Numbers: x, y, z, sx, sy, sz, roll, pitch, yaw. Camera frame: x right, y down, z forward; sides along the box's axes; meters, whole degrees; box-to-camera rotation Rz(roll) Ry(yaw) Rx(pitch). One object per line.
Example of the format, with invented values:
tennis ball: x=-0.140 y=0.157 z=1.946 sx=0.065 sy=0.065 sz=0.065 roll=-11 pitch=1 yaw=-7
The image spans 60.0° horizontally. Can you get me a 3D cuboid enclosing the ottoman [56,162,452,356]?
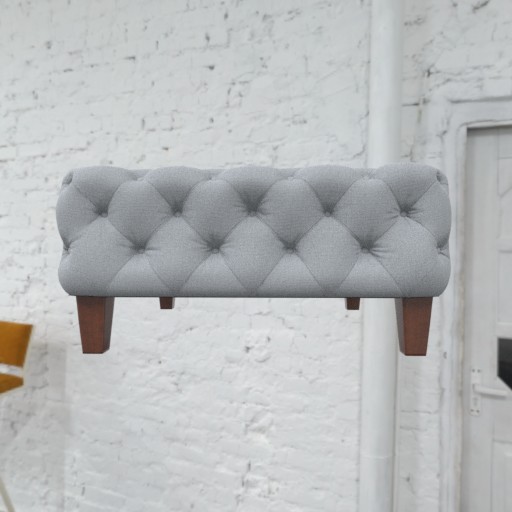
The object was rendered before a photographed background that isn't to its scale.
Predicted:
ottoman: x=0.000 y=0.000 z=1.169 sx=0.764 sy=0.365 sz=0.758 roll=0 pitch=1 yaw=2
